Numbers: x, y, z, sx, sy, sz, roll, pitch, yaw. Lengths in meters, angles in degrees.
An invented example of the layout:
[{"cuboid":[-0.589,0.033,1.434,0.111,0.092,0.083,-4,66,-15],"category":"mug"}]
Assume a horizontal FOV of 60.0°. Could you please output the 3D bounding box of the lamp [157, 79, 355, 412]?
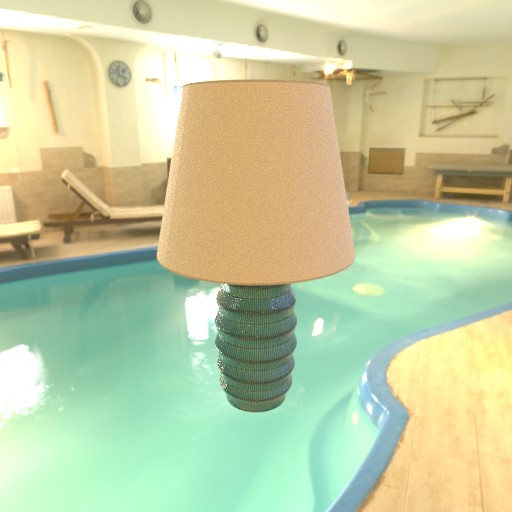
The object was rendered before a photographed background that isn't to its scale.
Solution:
[{"cuboid":[0.000,0.000,0.812,0.355,0.582,0.355,0,17,0],"category":"lamp"}]
